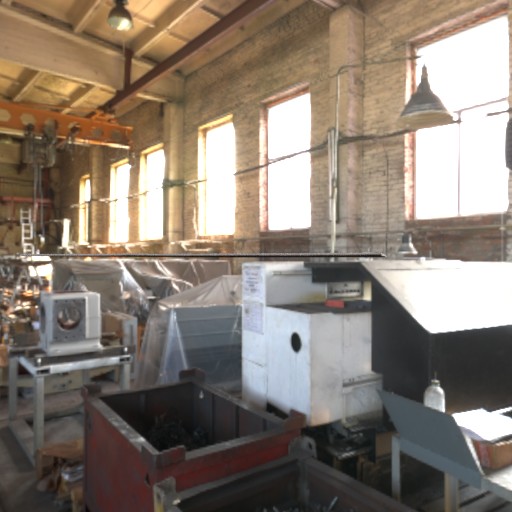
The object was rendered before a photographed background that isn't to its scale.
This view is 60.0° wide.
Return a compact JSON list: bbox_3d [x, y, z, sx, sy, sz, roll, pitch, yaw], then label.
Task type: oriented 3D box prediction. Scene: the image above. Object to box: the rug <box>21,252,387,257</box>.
[{"bbox_3d":[0.000,0.000,4.355,2.449,0.019,3.357,0,0,17],"label":"rug"}]
